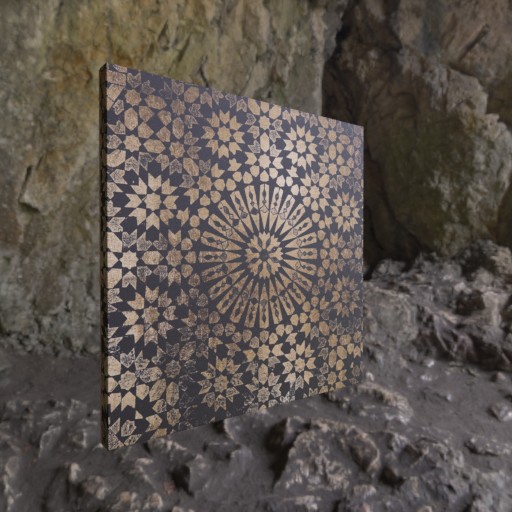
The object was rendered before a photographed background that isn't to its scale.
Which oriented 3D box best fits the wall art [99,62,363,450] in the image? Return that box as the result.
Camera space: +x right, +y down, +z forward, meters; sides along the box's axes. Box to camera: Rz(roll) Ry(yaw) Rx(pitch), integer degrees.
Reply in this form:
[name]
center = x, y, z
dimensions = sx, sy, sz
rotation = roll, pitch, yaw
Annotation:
[wall art]
center = 0.000, 0.000, 0.893
dimensions = 0.612, 0.612, 0.038
rotation = -1, 1, -37
